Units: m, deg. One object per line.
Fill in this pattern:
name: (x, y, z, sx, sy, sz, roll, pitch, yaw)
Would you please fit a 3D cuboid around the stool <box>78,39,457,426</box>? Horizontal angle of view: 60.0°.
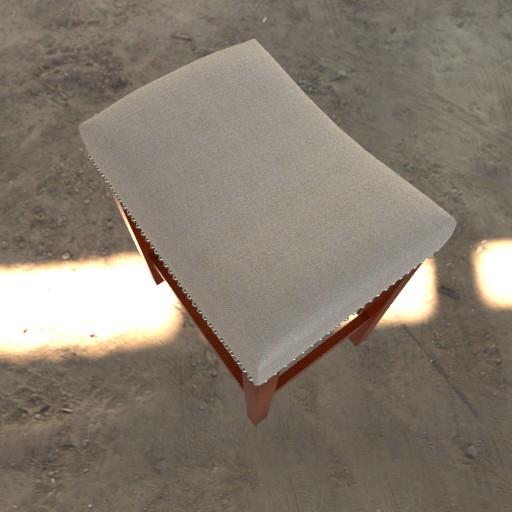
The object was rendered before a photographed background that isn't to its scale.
stool: (0.000, 0.000, 0.934, 0.375, 0.632, 0.509, -33, 68, -16)
